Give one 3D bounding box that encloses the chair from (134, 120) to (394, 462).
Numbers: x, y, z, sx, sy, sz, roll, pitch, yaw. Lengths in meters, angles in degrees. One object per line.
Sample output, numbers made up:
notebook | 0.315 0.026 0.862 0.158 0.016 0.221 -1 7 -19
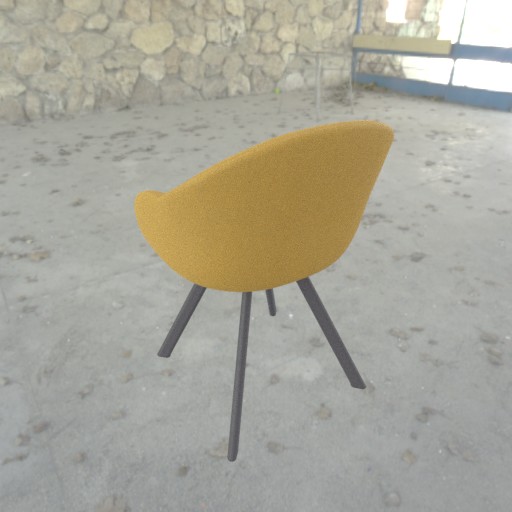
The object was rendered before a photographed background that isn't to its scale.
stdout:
chair | 0.000 0.000 1.190 0.551 0.793 0.583 -17 32 -29
